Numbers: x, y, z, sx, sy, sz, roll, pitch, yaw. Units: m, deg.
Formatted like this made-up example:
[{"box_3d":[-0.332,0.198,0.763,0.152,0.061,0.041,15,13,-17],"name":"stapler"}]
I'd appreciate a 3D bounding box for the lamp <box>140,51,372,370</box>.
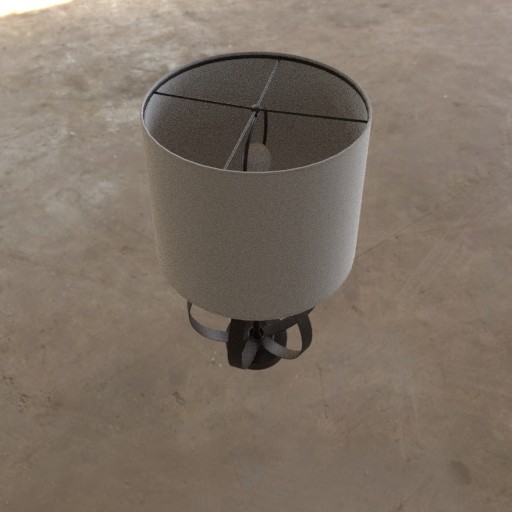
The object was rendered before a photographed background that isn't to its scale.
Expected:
[{"box_3d":[0.000,0.000,0.677,0.286,0.510,0.286,0,48,0],"name":"lamp"}]
